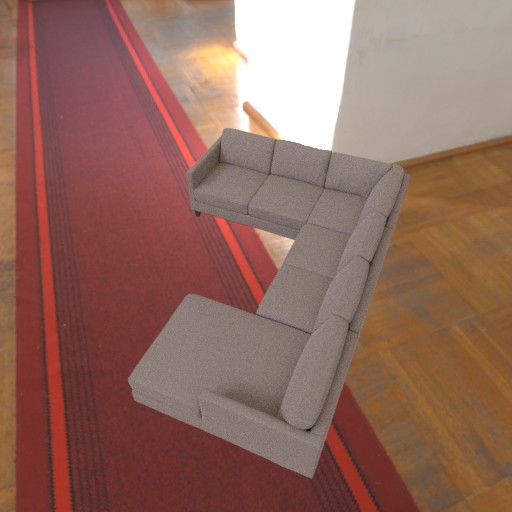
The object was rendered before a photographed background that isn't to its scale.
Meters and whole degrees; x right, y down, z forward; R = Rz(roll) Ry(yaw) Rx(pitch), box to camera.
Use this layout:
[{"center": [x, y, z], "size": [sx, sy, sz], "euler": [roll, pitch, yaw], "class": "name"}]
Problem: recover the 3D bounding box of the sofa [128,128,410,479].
[{"center": [0.000, 0.000, 4.541], "size": [2.424, 0.865, 3.438], "euler": [17, 48, 16], "class": "sofa"}]
